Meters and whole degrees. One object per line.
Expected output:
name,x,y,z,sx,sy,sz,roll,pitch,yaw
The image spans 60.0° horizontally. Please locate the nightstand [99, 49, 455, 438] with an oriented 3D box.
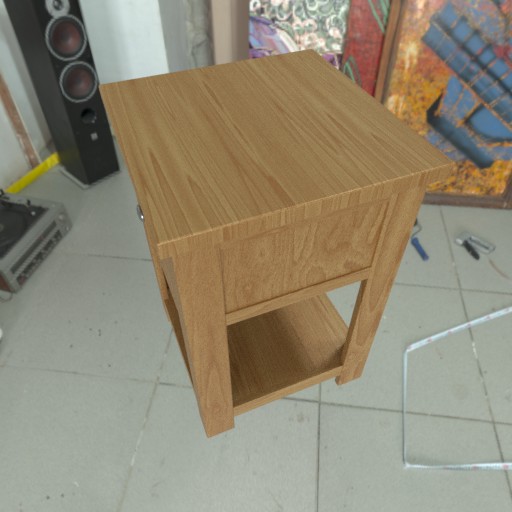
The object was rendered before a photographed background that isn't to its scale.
nightstand,0.000,0.000,0.909,0.418,0.614,0.428,-17,48,-15
